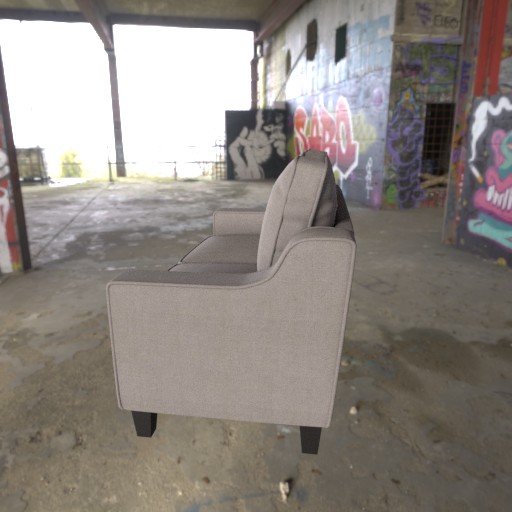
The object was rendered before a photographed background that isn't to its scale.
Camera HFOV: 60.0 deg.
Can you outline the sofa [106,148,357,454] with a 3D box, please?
[{"bbox_3d":[0.000,0.000,2.047,0.791,0.948,1.500,2,15,8],"label":"sofa"}]
